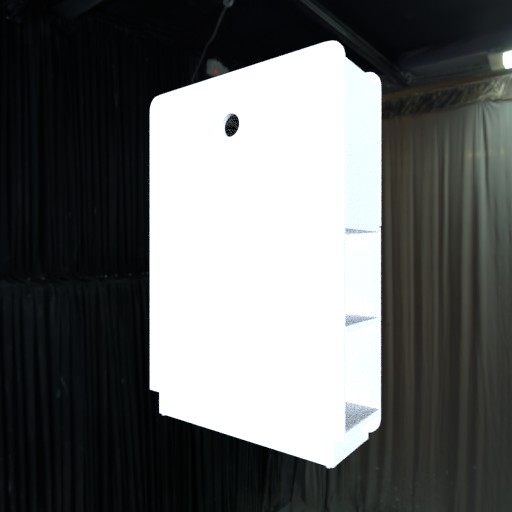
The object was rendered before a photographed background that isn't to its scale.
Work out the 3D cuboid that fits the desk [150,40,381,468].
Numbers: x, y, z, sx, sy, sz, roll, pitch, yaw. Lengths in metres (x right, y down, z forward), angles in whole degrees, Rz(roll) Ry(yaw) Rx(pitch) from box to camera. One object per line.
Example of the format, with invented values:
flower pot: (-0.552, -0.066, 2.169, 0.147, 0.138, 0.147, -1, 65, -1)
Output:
desk: (0.000, 0.000, 1.545, 0.795, 1.190, 0.278, 0, 0, 37)
